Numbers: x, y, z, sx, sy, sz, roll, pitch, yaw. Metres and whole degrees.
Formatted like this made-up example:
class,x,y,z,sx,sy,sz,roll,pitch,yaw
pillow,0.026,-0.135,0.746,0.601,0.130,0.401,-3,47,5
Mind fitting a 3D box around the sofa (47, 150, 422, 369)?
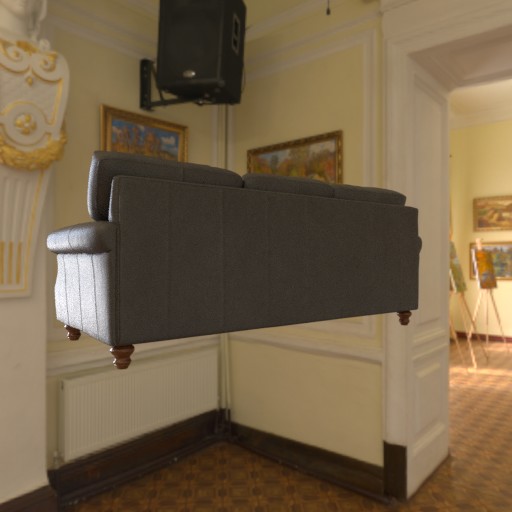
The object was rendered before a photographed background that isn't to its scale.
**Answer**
class,x,y,z,sx,sy,sz,roll,pitch,yaw
sofa,0.000,0.000,2.869,2.387,0.977,0.974,0,0,-36
